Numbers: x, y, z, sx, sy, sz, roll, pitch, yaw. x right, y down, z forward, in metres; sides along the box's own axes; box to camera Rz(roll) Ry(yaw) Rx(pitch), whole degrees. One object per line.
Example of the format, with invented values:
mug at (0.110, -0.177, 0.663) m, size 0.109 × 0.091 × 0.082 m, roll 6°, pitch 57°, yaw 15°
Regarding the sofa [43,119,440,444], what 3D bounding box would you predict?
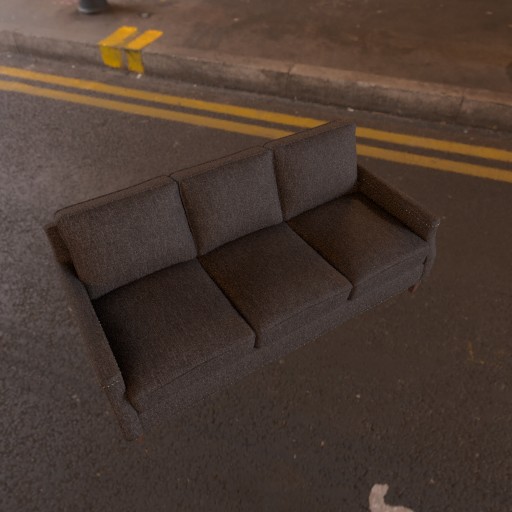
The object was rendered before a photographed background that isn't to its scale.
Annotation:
sofa at (0.000, 0.000, 2.801) m, size 2.246 × 1.003 × 1.084 m, roll -23°, pitch 49°, yaw -22°
